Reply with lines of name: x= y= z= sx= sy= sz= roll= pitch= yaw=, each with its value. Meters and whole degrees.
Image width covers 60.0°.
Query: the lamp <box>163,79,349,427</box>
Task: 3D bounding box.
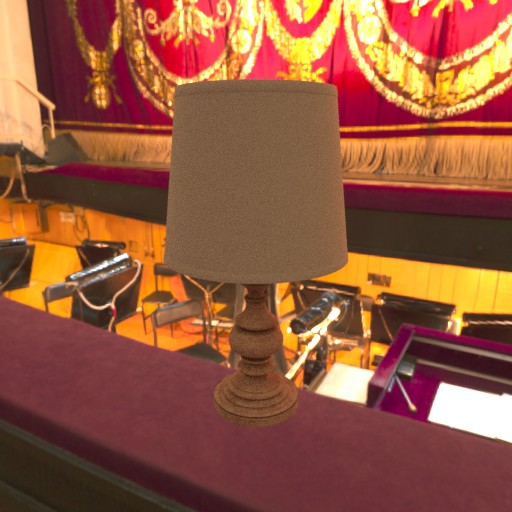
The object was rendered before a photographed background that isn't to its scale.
lamp: x=0.000 y=0.000 z=0.667 sx=0.273 sy=0.497 sz=0.273 roll=0 pitch=15 yaw=0
